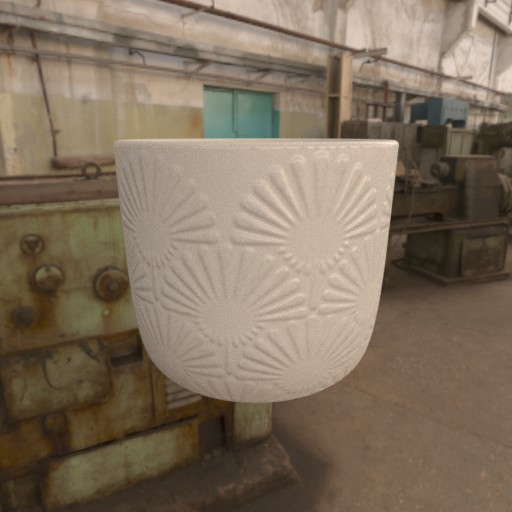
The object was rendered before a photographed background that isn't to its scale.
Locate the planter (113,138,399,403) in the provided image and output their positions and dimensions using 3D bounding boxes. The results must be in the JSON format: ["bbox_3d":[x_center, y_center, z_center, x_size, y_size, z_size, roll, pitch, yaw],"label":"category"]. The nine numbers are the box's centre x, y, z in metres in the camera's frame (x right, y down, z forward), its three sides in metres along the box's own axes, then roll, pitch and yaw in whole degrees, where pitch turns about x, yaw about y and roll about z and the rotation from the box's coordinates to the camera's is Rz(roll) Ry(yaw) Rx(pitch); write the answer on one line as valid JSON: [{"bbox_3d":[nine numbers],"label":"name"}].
[{"bbox_3d":[0.000,0.000,0.215,0.124,0.109,0.124,0,15,0],"label":"planter"}]
